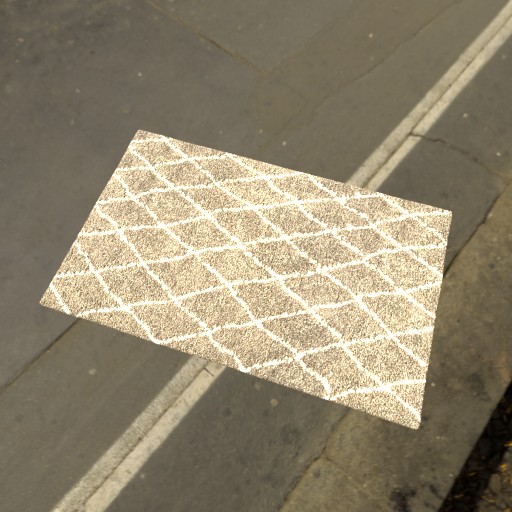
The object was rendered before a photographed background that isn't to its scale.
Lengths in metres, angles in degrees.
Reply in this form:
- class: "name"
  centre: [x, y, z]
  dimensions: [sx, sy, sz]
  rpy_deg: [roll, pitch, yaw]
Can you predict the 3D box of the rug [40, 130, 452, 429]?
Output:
- class: "rug"
  centre: [0.000, 0.000, 2.998]
  dimensions: [2.438, 0.030, 1.524]
  rpy_deg: [16, 65, 8]
